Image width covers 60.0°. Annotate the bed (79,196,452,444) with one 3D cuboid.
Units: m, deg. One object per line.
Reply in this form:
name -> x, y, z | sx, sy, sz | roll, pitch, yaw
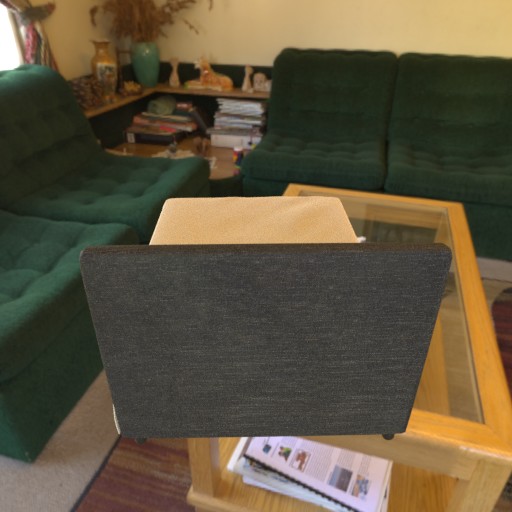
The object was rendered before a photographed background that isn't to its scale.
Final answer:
bed -> 0.000, 0.000, 3.151 | 1.723, 1.330, 2.142 | -1, 31, -1
